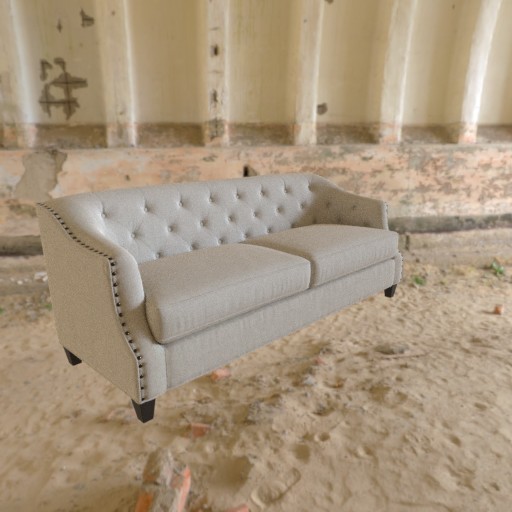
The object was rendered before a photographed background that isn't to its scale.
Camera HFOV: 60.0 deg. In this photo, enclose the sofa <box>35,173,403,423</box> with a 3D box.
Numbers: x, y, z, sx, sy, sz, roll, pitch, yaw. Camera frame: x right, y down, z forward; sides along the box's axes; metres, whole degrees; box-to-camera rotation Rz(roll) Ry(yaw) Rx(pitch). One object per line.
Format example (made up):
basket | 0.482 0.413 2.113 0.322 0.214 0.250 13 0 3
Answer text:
sofa | 0.000 0.000 2.771 0.914 0.901 2.235 14 21 43
